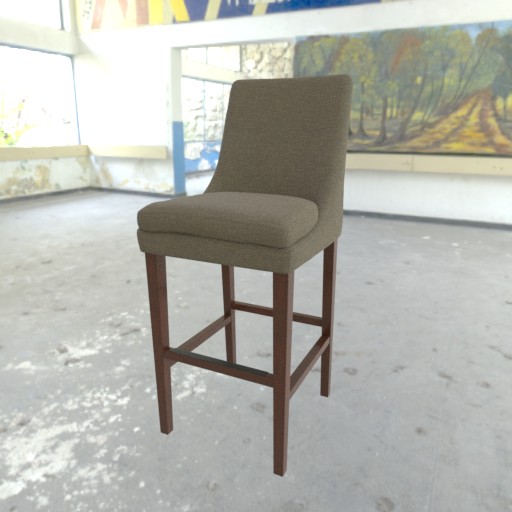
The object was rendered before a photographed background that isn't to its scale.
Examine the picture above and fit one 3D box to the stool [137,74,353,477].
[{"bbox_3d":[0.000,0.000,1.375,0.470,1.078,0.577,8,18,25],"label":"stool"}]
